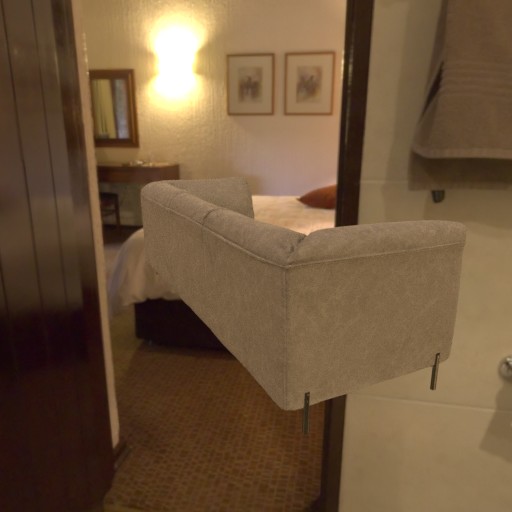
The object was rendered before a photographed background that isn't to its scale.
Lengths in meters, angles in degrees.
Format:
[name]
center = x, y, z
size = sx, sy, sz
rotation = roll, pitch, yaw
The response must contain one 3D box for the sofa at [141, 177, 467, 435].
[sofa]
center = 0.000, 0.000, 2.663
size = 0.899, 0.758, 2.238
rotation = -8, 17, -25
